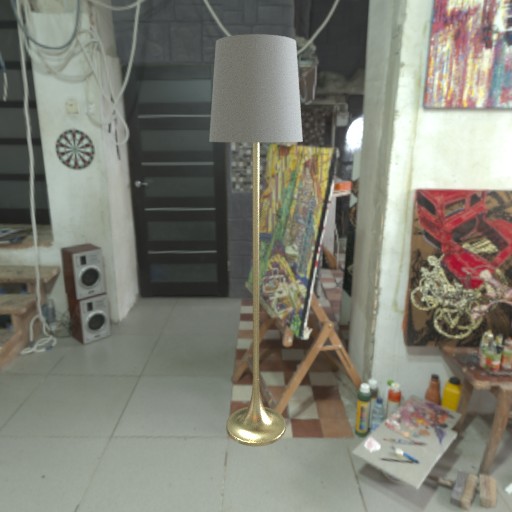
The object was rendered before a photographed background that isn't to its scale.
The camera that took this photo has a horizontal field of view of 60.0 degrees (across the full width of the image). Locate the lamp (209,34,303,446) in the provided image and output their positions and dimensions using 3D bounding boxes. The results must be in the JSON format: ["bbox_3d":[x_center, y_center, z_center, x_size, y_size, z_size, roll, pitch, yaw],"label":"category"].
[{"bbox_3d":[0.000,0.000,1.726,0.337,1.543,0.337,0,16,0],"label":"lamp"}]
